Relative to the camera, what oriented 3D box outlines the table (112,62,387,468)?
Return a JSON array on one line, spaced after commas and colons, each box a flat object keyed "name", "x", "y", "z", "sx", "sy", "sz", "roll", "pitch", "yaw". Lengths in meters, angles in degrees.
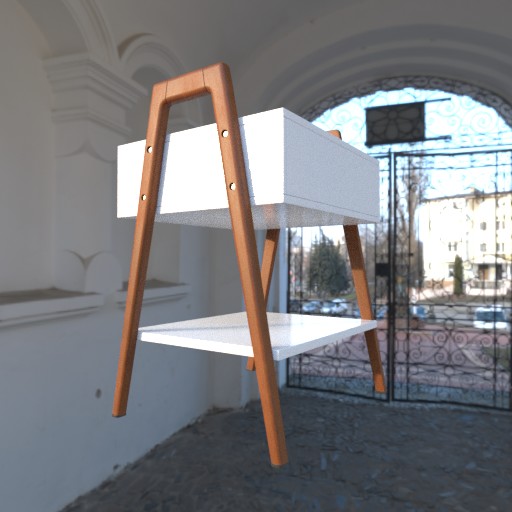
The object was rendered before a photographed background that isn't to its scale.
[{"name": "table", "x": 0.000, "y": 0.000, "z": 0.931, "sx": 0.405, "sy": 0.610, "sz": 0.457, "roll": -1, "pitch": -1, "yaw": 35}]
